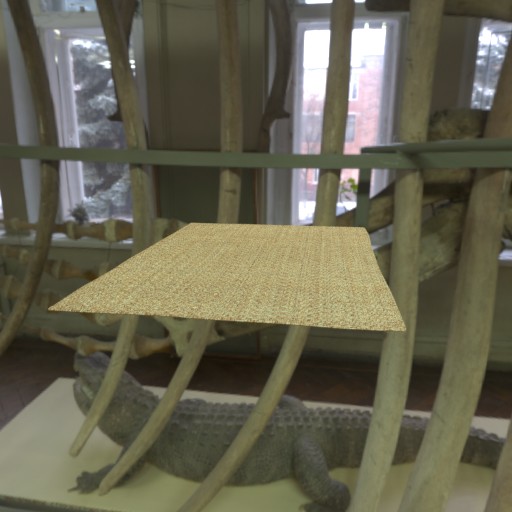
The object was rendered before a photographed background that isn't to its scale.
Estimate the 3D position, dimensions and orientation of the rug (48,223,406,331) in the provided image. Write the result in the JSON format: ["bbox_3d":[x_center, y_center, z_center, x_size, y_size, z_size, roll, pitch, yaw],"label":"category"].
[{"bbox_3d":[0.000,0.000,2.862,1.566,0.013,2.141,2,15,8],"label":"rug"}]
